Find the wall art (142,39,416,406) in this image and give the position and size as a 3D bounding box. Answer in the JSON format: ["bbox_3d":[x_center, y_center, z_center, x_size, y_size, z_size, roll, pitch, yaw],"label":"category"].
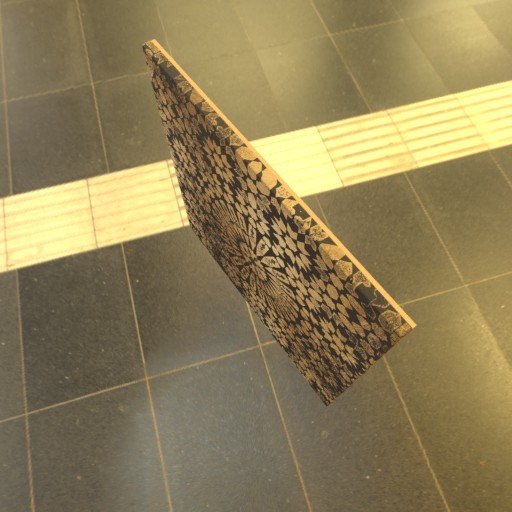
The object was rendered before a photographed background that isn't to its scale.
[{"bbox_3d":[0.000,0.000,1.347,0.038,0.914,0.914,-33,69,-15],"label":"wall art"}]
